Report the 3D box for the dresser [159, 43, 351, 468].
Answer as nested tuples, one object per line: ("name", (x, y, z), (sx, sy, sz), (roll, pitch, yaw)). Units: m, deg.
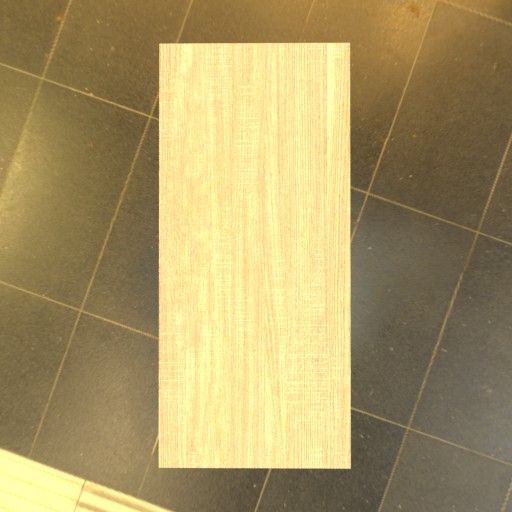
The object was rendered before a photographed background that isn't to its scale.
("dresser", (0.000, 0.000, 1.547), (0.500, 0.780, 1.110), (0, 90, 1))
